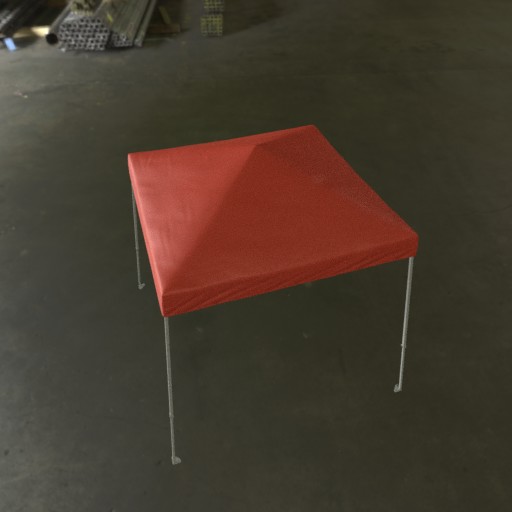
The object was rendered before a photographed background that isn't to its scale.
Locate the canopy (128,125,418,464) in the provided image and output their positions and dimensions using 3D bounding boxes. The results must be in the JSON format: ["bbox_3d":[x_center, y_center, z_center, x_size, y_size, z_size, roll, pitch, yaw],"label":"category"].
[{"bbox_3d":[0.000,0.000,5.188,2.850,2.850,2.849,-13,44,-14],"label":"canopy"}]
